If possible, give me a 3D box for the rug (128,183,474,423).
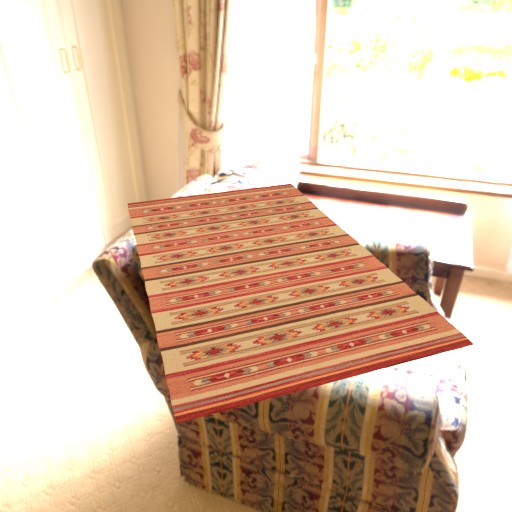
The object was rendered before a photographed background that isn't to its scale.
[{"bbox_3d":[0.000,0.000,3.049,1.535,0.010,2.431,-10,31,-16],"label":"rug"}]
